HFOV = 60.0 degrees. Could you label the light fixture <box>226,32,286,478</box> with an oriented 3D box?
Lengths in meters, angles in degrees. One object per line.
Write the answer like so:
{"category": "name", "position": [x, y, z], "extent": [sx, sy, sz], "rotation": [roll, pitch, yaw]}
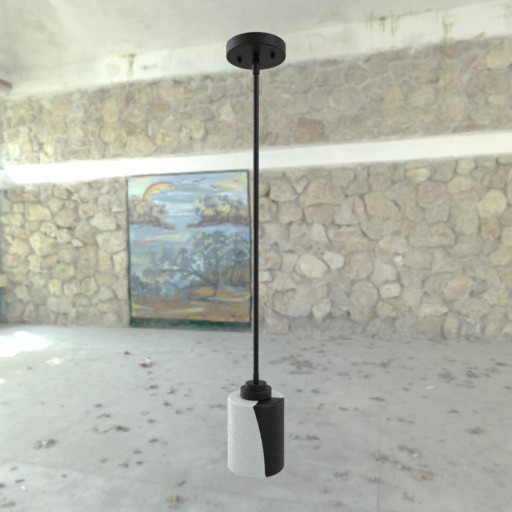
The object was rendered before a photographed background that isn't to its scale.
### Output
{"category": "light fixture", "position": [0.000, 0.000, 0.916], "extent": [0.123, 0.863, 0.123], "rotation": [0, 0, 17]}
